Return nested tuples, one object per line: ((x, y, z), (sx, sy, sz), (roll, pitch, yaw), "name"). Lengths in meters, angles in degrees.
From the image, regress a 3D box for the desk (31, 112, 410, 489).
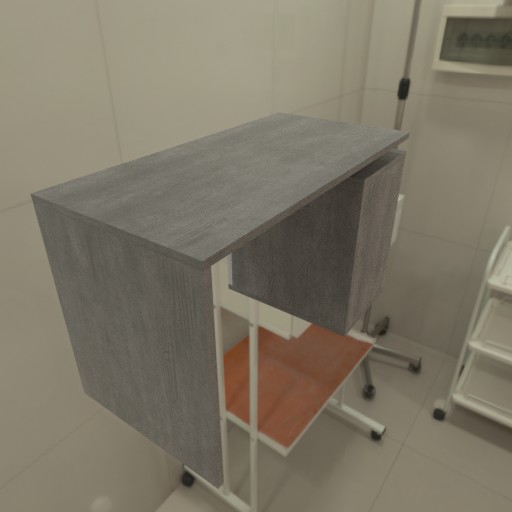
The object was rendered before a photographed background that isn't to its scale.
((0.000, 0.000, 1.621), (0.600, 0.740, 1.200), (20, 35, 30), "desk")
